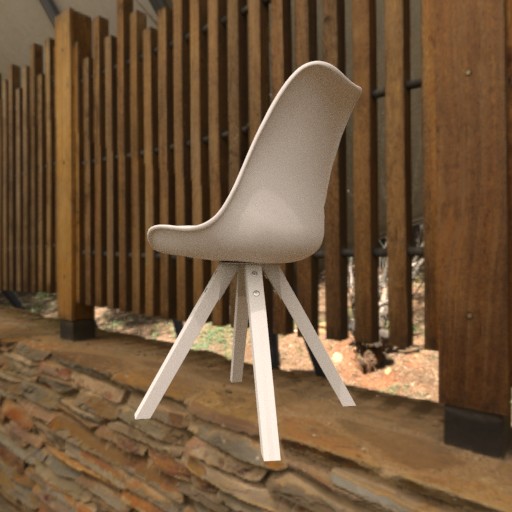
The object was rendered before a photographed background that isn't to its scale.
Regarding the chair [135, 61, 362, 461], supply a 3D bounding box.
[{"bbox_3d":[0.000,0.000,1.198,0.550,0.850,0.485,0,0,35],"label":"chair"}]
